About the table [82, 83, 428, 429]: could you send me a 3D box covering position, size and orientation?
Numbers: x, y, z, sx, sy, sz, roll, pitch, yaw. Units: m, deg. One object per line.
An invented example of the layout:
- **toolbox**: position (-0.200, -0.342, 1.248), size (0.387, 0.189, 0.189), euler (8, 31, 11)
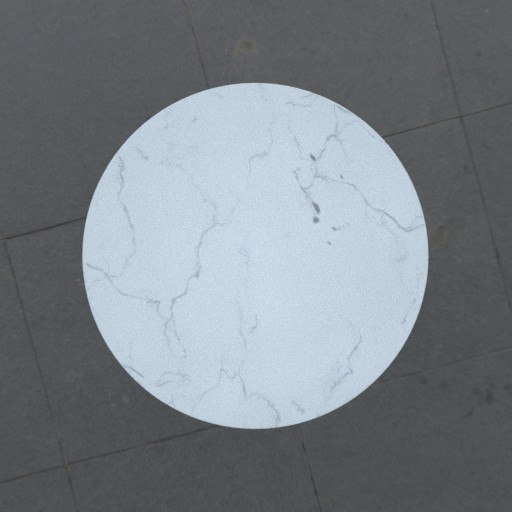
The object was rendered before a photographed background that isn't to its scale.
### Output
- **table**: position (0.000, 0.000, 0.849), size (0.500, 0.420, 0.500), euler (0, 90, 0)
